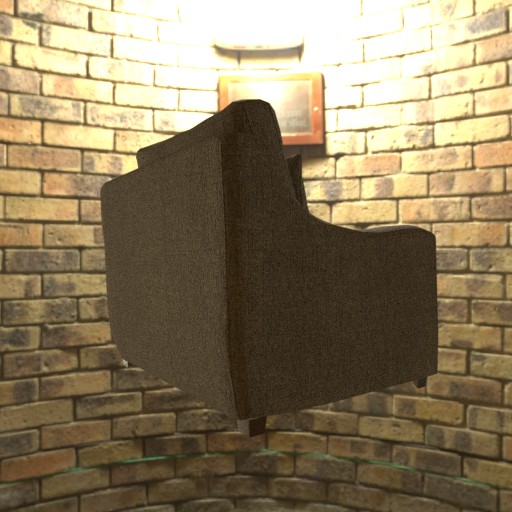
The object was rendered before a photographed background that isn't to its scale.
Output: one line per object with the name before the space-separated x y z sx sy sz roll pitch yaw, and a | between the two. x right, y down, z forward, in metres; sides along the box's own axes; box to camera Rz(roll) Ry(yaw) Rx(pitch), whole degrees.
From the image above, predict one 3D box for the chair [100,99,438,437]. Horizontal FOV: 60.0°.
chair | 0.000 0.000 1.909 1.009 1.037 1.138 0 0 -36
